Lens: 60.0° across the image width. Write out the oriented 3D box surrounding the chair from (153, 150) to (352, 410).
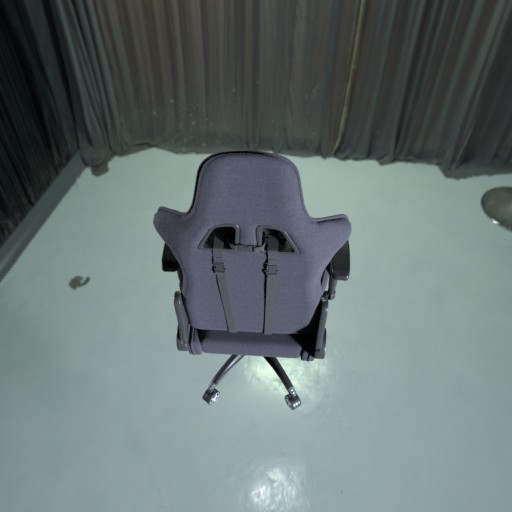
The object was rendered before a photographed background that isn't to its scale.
[{"bbox_3d":[0.000,0.000,1.743,0.730,1.300,0.695,3,45,3],"label":"chair"}]
